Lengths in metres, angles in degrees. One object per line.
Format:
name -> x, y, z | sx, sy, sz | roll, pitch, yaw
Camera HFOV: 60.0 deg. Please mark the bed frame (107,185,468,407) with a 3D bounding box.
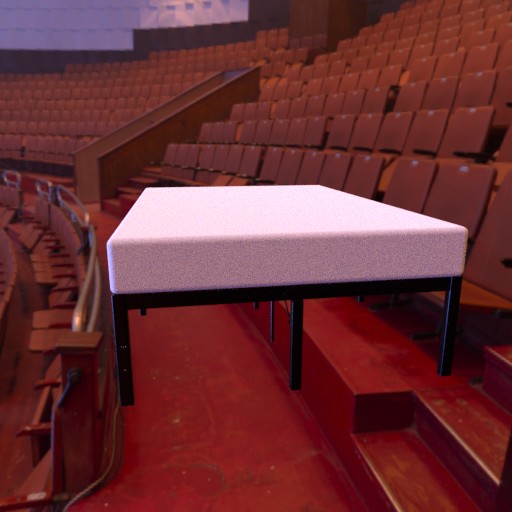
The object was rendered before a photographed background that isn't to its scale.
bed frame -> 0.000, 0.000, 2.665 | 1.408, 0.659, 1.956 | -2, 14, -9
